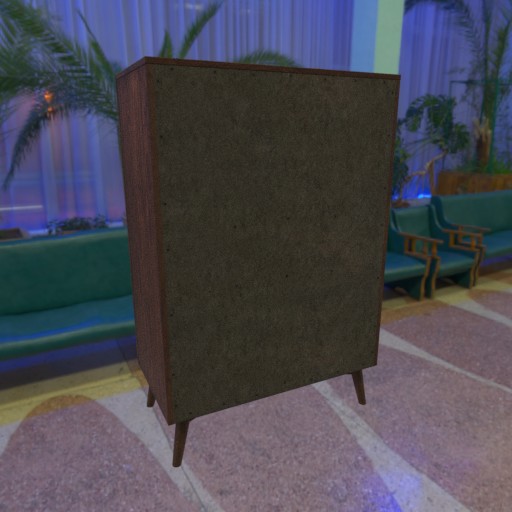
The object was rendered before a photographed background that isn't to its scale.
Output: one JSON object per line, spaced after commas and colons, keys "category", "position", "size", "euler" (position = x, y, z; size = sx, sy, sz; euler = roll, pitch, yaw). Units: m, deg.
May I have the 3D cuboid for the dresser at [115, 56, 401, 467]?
{"category": "dresser", "position": [0.000, 0.000, 1.797], "size": [0.919, 1.365, 0.498], "euler": [-8, 17, -25]}
